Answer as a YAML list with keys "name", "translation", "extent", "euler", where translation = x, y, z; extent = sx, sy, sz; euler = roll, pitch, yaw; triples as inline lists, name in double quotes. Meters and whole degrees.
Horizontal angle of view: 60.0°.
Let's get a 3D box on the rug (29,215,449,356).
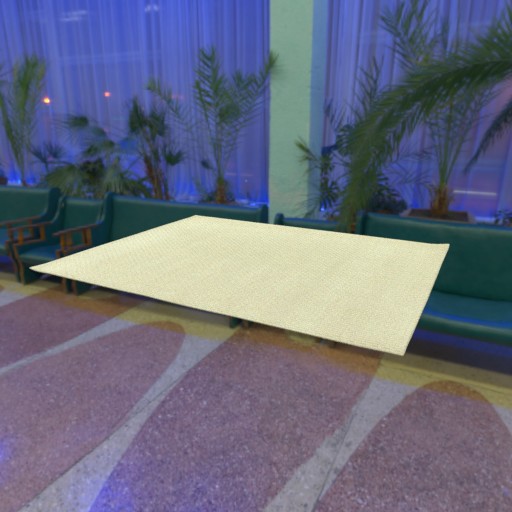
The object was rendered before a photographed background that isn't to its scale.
- name: "rug"
  translation: [0.000, 0.000, 3.837]
  extent: [2.897, 0.035, 2.277]
  euler: [9, 20, 27]
